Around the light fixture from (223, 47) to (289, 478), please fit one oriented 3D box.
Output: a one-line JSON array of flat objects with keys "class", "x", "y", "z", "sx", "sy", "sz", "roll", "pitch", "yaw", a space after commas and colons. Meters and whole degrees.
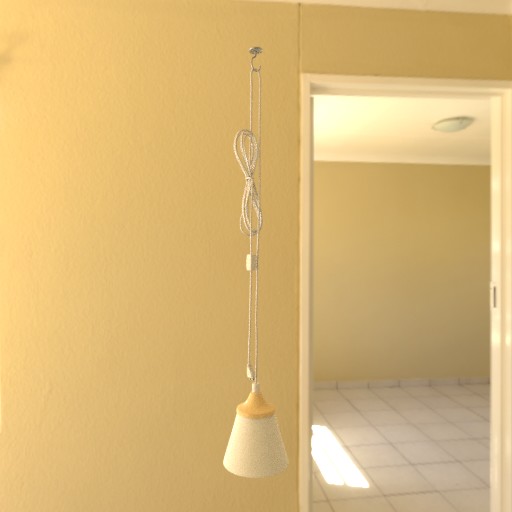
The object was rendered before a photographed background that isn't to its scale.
[{"class": "light fixture", "x": 0.000, "y": 0.000, "z": 1.041, "sx": 0.153, "sy": 0.966, "sz": 0.153, "roll": 0, "pitch": 0, "yaw": -17}]
